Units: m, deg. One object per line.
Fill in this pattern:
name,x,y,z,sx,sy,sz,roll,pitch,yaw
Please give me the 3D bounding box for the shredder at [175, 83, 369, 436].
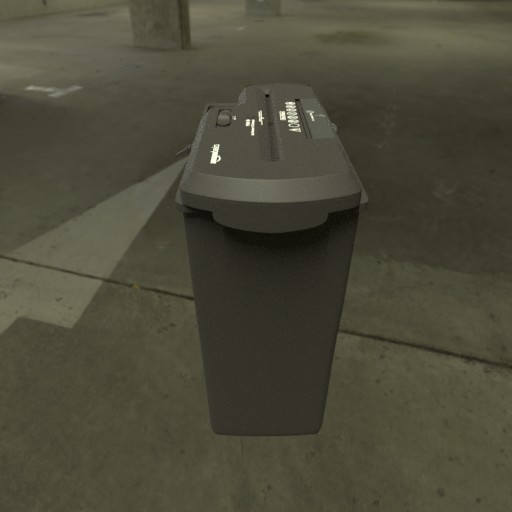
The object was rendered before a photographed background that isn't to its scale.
shredder,0.000,0.000,0.522,0.170,0.335,0.320,0,33,0
